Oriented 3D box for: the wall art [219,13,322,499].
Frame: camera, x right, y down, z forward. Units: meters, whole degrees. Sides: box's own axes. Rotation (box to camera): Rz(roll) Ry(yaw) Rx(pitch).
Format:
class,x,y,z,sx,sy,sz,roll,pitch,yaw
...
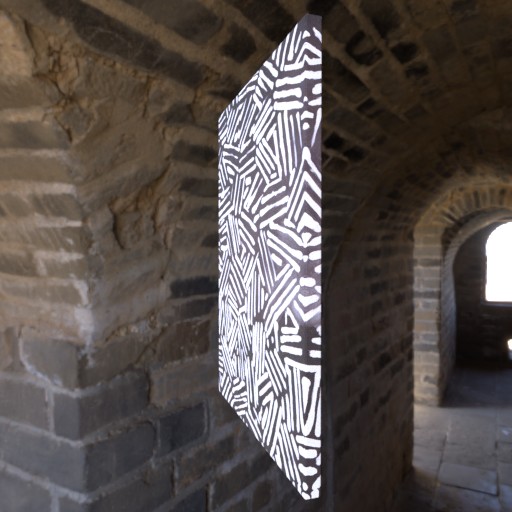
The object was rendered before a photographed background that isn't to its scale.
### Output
class,x,y,z,sx,sy,sz,roll,pitch,yaw
wall art,0.000,0.000,1.292,0.038,1.017,0.765,0,1,-18
